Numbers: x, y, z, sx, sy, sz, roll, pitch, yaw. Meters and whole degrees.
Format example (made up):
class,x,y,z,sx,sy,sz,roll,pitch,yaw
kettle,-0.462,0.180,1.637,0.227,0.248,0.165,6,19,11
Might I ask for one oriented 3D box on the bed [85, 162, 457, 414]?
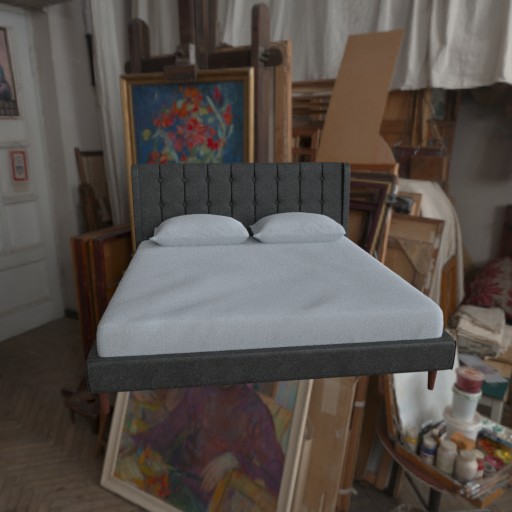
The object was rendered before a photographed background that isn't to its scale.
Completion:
class,x,y,z,sx,sy,sz,roll,pitch,yaw
bed,0.000,0.000,3.129,1.903,1.158,2.031,-2,16,-7
